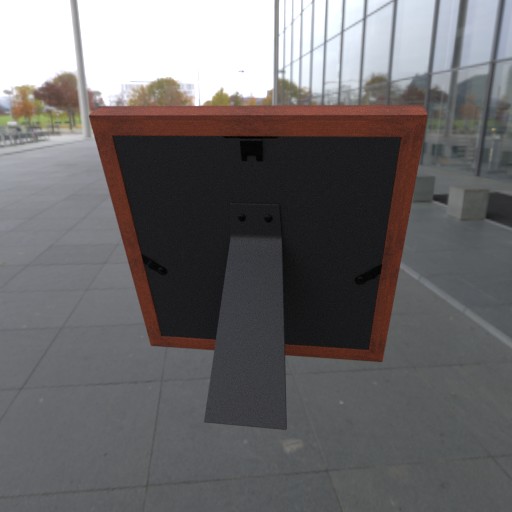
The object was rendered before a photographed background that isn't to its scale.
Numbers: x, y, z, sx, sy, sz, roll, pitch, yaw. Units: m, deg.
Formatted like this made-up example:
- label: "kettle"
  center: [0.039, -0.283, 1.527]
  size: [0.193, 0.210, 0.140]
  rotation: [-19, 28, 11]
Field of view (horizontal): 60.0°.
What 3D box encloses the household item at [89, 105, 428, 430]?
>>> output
- label: "household item"
  center: [0.000, 0.000, 0.375]
  size: [0.240, 0.240, 0.131]
  rotation: [2, 17, 8]
